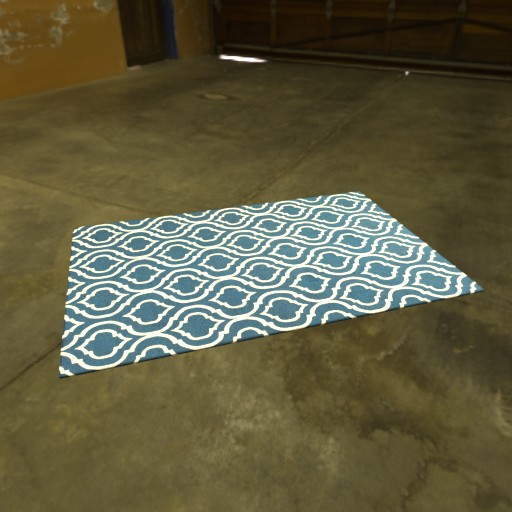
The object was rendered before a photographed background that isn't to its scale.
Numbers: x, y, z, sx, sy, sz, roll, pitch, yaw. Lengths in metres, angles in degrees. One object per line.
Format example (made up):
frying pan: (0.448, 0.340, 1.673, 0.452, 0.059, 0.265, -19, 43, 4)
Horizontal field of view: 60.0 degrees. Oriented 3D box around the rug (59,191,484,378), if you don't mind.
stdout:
rug: (0.000, 0.000, 2.192, 1.753, 0.010, 1.143, -9, 33, -14)
